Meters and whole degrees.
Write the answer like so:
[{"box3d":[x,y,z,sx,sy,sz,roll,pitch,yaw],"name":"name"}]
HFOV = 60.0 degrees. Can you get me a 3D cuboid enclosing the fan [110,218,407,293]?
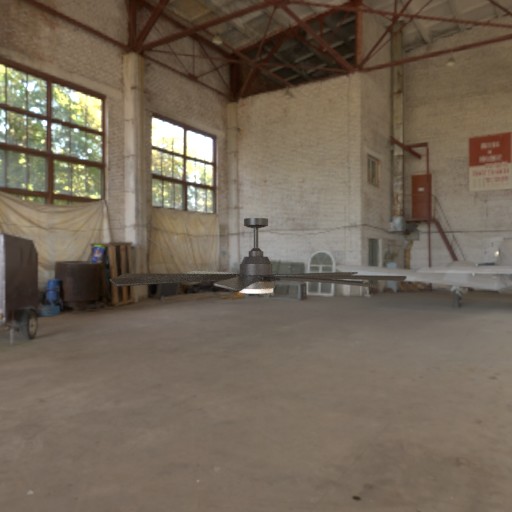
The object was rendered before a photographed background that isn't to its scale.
[{"box3d":[0.000,0.000,2.820,1.830,0.472,1.830,0,0,-37],"name":"fan"}]
